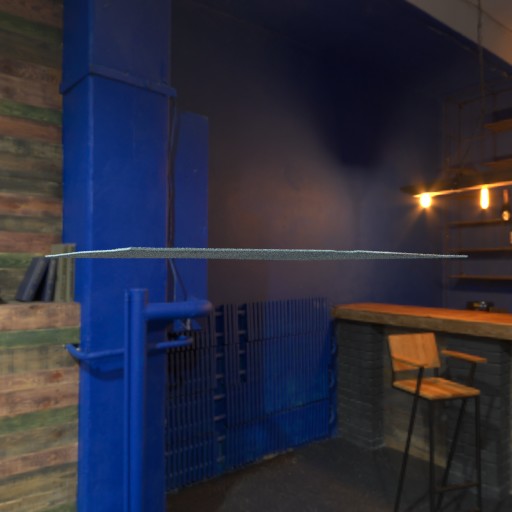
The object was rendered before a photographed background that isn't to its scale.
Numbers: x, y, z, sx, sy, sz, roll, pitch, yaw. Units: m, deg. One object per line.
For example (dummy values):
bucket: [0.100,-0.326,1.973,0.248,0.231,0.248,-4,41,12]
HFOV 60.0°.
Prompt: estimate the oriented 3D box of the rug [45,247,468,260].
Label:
rug: [0.000,0.000,2.899,2.260,0.026,1.611,1,-2,-35]
